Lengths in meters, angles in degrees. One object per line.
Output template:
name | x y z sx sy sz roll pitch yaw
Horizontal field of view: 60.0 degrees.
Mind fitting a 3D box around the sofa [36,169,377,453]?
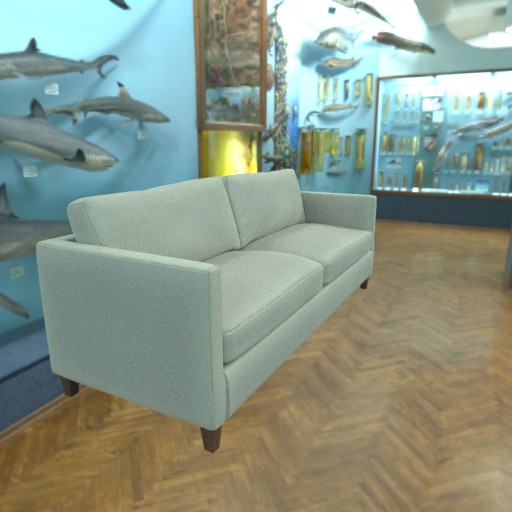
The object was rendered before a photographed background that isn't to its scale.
sofa | 0.000 0.000 2.767 0.951 0.968 2.361 8 17 28
